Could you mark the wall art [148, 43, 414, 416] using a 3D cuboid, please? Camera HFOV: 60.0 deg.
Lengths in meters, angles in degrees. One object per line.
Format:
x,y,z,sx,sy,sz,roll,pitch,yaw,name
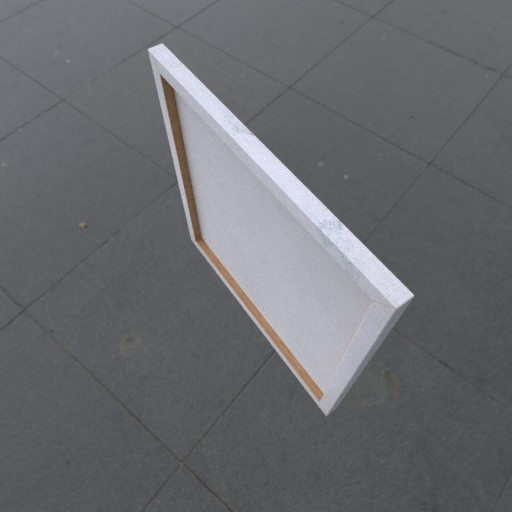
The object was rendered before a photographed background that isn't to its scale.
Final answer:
0.000,0.000,1.140,0.038,0.762,0.762,-32,64,-18,wall art
